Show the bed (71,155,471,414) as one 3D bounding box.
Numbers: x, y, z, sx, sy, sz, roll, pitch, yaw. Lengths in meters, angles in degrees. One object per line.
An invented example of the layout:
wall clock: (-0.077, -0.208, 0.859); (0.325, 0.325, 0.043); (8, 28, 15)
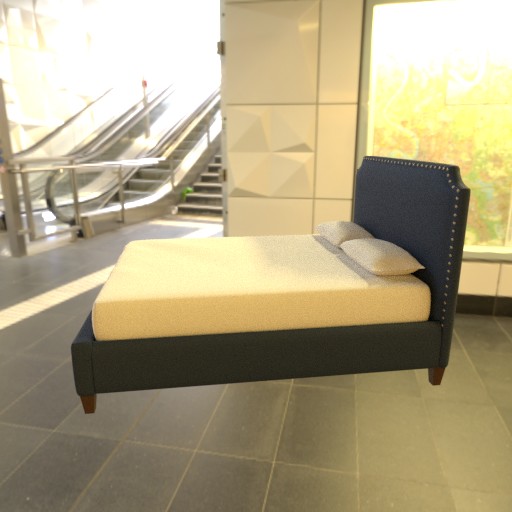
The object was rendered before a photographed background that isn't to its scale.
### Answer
bed: (0.000, 0.000, 3.401); (2.372, 1.443, 1.712); (-2, 15, -8)
